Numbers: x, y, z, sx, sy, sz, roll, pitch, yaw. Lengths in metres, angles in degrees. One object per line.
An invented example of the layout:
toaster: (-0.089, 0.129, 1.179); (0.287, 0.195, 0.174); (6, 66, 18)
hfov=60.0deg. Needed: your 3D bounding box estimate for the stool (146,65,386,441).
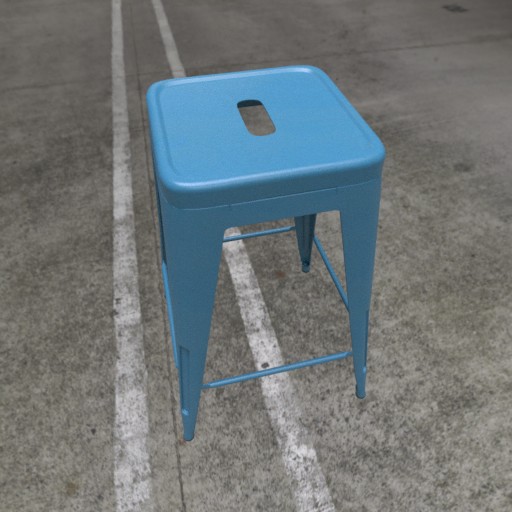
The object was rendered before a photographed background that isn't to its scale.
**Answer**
stool: (0.000, 0.000, 0.875); (0.410, 0.608, 0.410); (-10, 47, -10)
